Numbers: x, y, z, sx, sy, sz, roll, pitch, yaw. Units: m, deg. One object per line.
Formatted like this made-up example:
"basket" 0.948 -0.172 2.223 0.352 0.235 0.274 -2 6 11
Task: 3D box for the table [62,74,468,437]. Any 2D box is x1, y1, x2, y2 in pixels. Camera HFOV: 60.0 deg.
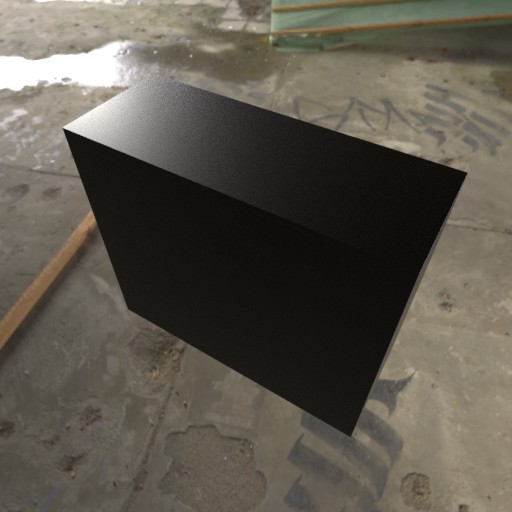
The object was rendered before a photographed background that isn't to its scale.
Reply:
"table" 0.000 0.000 1.368 0.930 0.790 0.380 24 52 21
